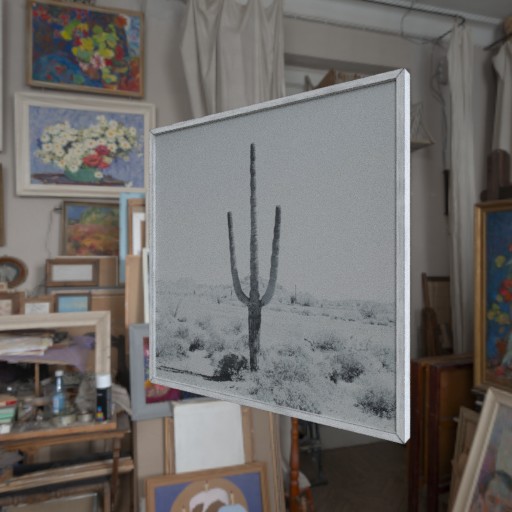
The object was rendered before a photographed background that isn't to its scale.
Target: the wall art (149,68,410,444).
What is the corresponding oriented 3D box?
[{"bbox_3d":[0.000,0.000,1.132,0.762,0.762,0.038,0,0,35],"label":"wall art"}]
